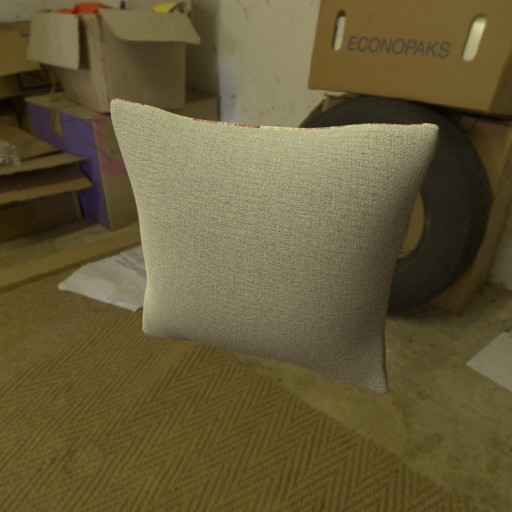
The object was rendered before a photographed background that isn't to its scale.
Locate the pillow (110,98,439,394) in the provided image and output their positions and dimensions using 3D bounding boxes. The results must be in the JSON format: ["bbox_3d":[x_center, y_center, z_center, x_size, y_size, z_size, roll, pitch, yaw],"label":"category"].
[{"bbox_3d":[0.000,0.000,0.653,0.437,0.419,0.136,10,32,17],"label":"pillow"}]
